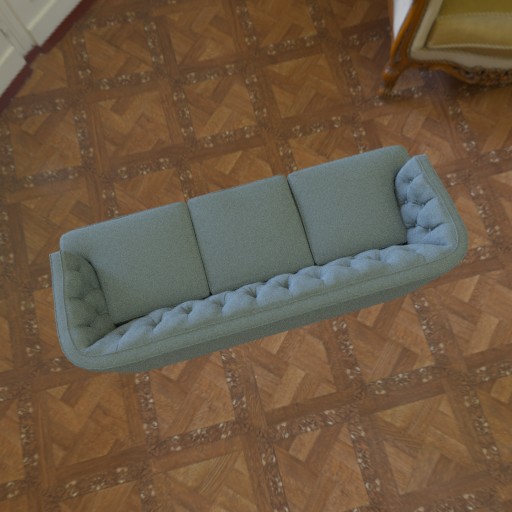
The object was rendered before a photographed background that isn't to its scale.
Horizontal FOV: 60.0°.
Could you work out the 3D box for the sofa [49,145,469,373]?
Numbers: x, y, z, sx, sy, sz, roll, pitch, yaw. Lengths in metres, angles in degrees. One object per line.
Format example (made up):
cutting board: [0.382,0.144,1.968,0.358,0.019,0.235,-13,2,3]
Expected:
sofa: [0.000,0.000,2.721,2.278,0.855,0.941,-15,75,-4]
